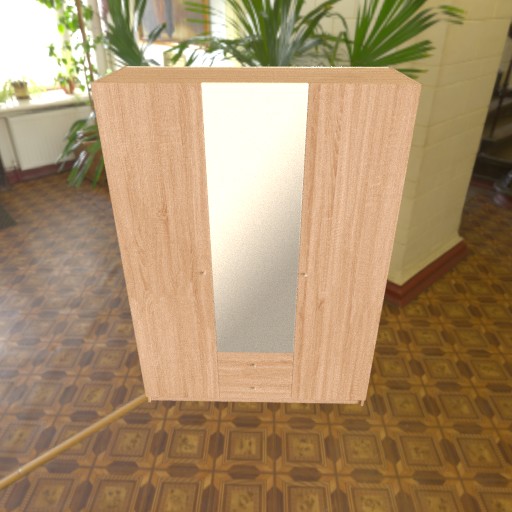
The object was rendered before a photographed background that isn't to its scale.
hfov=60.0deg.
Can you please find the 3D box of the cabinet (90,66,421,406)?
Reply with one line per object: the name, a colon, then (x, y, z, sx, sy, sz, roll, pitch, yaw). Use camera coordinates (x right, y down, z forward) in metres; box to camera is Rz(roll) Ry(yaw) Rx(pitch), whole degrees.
cabinet: (0.000, 0.000, 2.771, 1.500, 2.120, 0.590, 1, 30, 1)
